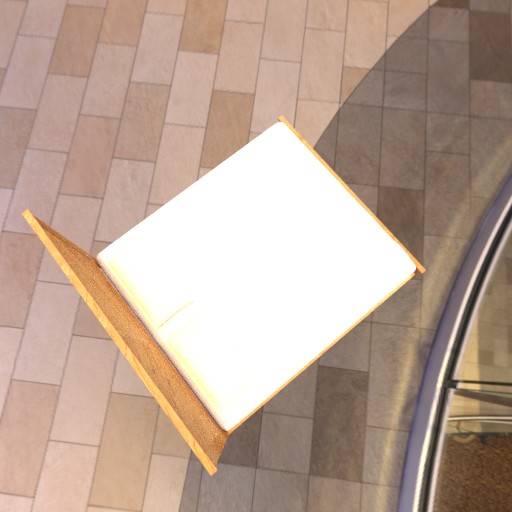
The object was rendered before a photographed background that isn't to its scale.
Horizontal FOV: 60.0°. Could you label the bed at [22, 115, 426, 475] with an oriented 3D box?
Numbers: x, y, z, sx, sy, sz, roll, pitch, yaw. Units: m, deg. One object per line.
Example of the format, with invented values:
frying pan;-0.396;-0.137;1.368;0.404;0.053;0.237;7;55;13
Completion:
bed;0.000;0.000;4.107;2.530;1.938;2.225;-38;79;-9
